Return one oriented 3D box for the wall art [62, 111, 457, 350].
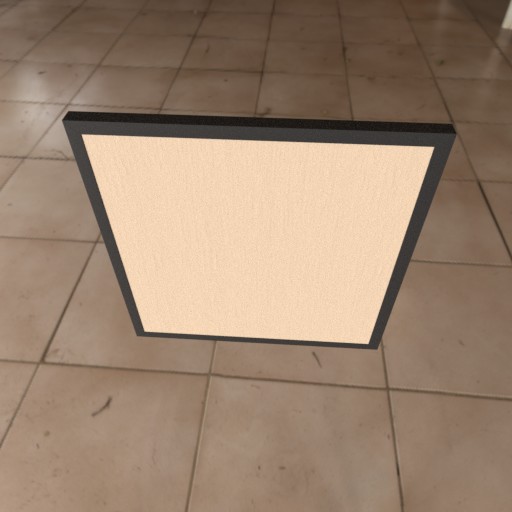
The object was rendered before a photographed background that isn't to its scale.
[{"bbox_3d":[0.000,0.000,0.457,0.306,0.304,0.015,3,46,3],"label":"wall art"}]
